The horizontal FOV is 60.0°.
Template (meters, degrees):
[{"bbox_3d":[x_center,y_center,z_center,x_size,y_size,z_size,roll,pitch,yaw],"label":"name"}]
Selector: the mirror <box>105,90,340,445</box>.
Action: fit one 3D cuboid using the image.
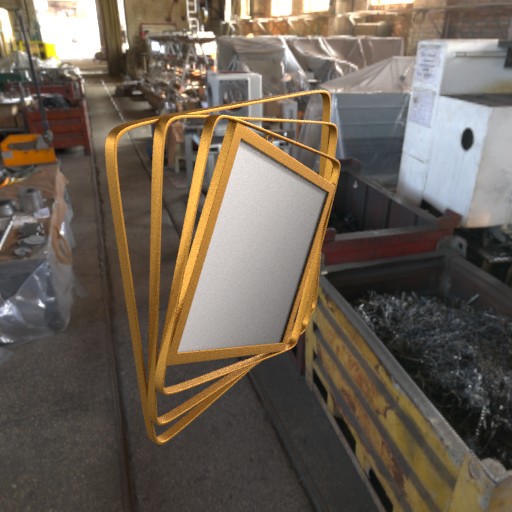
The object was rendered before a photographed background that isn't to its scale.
[{"bbox_3d":[0.000,0.000,0.703,0.045,0.468,0.470,19,32,33],"label":"mirror"}]
